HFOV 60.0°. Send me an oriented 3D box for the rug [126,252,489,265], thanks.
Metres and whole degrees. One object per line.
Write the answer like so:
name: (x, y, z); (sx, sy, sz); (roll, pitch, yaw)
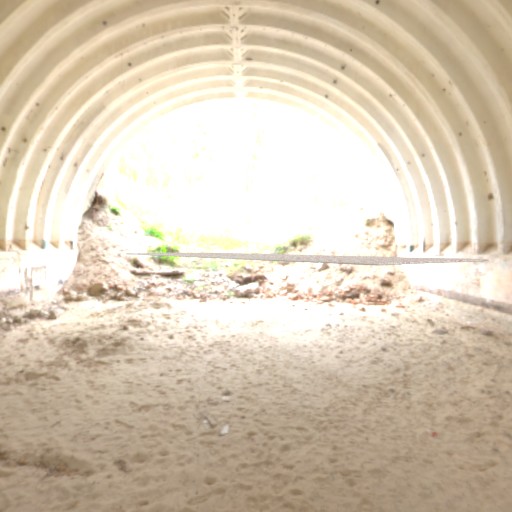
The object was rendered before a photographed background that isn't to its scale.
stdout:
rug: (0.000, 0.000, 2.695); (0.750, 0.009, 2.435); (-1, 2, -36)
